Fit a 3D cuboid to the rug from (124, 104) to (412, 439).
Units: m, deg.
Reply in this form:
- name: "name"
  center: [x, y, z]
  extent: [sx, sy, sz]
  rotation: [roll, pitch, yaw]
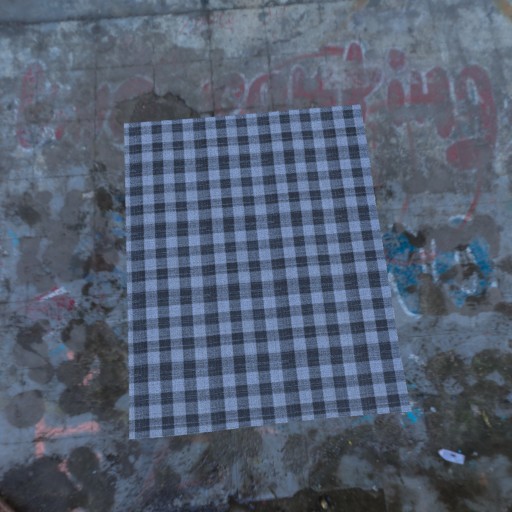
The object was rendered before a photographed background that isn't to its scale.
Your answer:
- name: "rug"
  center: [0.000, 0.000, 4.168]
  extent: [2.432, 0.013, 3.021]
  rotation: [-5, 76, -1]
